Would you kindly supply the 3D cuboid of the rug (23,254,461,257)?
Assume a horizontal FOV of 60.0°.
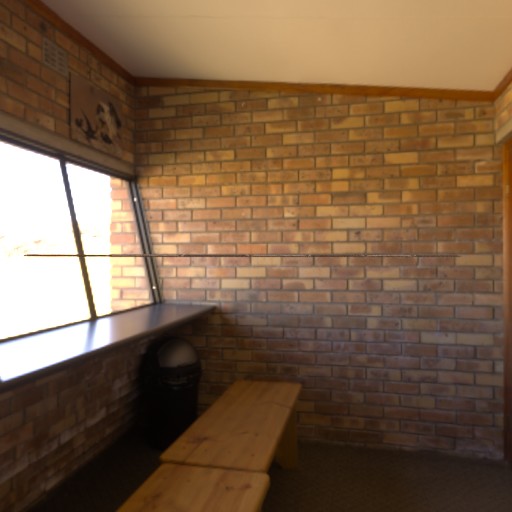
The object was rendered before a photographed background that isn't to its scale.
[{"bbox_3d":[0.000,0.000,2.740,2.464,0.012,0.773,0,0,-19],"label":"rug"}]
